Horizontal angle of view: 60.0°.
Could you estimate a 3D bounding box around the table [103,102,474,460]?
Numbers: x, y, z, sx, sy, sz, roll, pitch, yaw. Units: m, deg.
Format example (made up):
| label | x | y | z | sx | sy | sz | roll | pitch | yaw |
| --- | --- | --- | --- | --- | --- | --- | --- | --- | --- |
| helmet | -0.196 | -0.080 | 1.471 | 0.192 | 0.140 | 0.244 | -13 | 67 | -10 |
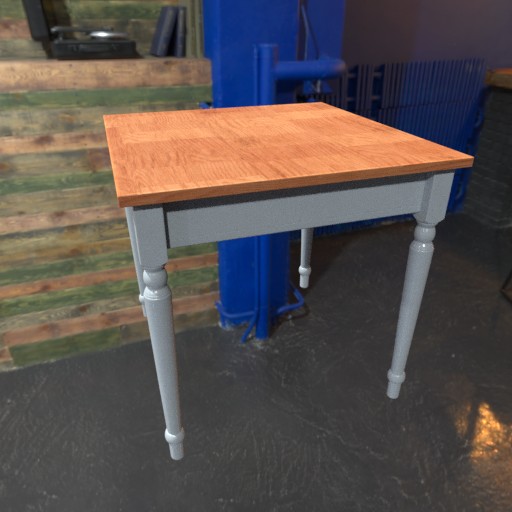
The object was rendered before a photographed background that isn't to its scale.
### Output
| label | x | y | z | sx | sy | sz | roll | pitch | yaw |
| --- | --- | --- | --- | --- | --- | --- | --- | --- | --- |
| table | 0.000 | 0.000 | 1.341 | 0.747 | 0.738 | 0.747 | -9 | 30 | -16 |
